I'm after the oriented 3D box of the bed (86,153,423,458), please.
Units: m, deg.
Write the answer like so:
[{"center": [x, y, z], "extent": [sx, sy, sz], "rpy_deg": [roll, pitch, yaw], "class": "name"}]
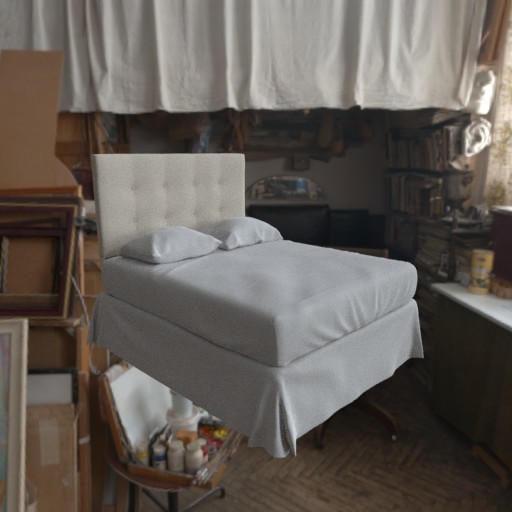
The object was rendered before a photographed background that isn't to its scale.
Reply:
[{"center": [0.000, 0.000, 3.519], "extent": [2.222, 1.577, 1.936], "rpy_deg": [13, 18, 43], "class": "bed"}]
